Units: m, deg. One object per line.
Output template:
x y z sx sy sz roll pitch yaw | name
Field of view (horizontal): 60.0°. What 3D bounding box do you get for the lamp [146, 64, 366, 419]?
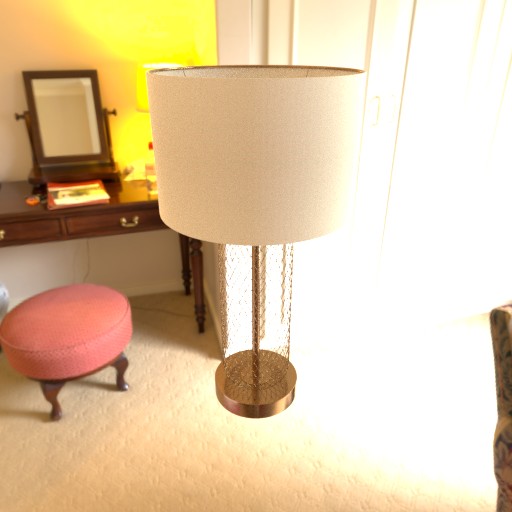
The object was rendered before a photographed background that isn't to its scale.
0.000 0.000 0.623 0.252 0.483 0.252 18 31 32 | lamp
